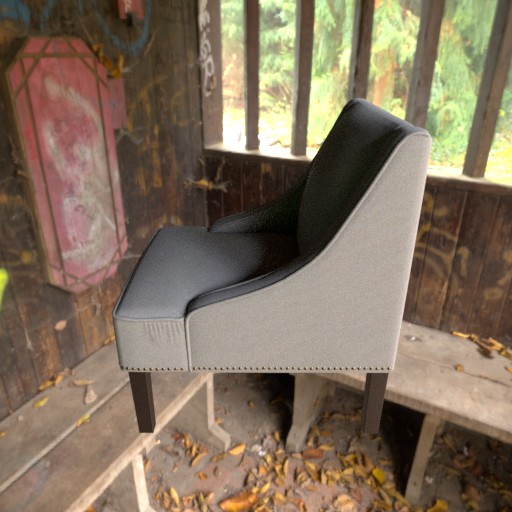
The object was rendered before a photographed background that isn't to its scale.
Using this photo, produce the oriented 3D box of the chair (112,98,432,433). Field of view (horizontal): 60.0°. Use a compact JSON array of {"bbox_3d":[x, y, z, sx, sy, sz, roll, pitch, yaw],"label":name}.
[{"bbox_3d":[0.000,0.000,1.373,0.747,0.867,0.631,0,26,0],"label":"chair"}]
